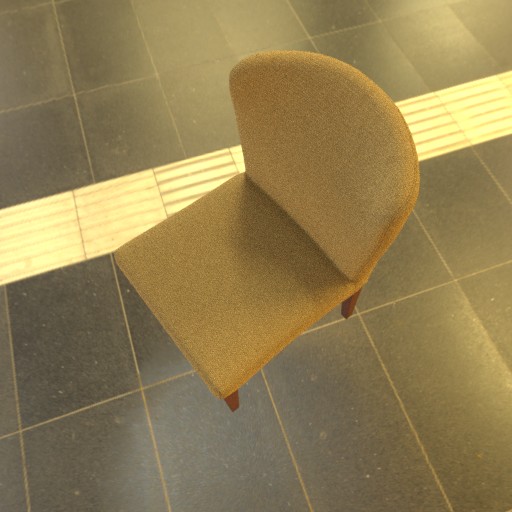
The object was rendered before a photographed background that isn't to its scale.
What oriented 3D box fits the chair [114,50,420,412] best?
[{"bbox_3d":[0.000,0.000,1.158,0.589,0.839,0.491,-36,69,-16],"label":"chair"}]
